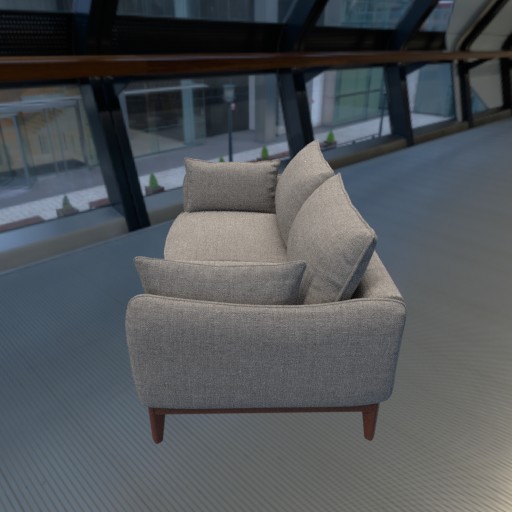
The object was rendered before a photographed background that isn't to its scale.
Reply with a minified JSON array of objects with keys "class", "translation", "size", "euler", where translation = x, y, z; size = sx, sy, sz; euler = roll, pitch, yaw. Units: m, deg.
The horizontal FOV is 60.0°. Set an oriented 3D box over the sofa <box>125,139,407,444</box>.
[{"class":"sofa","translation":[0.000,0.000,2.169],"size":[0.972,0.851,1.580],"euler":[0,27,-1]}]
